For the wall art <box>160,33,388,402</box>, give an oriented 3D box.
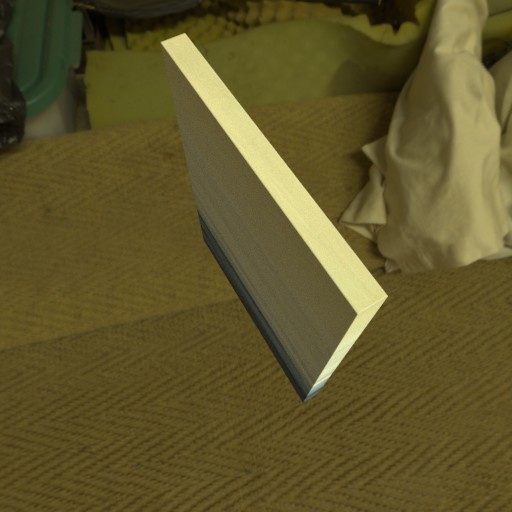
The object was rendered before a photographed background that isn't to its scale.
[{"bbox_3d":[0.000,0.000,0.836,0.040,0.608,0.489,-28,67,-13],"label":"wall art"}]
